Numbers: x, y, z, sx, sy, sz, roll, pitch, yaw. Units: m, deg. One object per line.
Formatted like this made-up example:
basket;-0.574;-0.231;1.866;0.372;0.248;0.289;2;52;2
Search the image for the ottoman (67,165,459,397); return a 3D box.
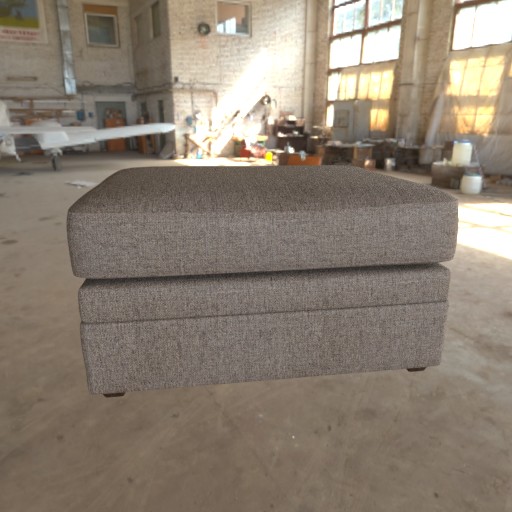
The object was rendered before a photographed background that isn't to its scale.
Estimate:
ottoman;0.000;0.000;1.262;0.885;0.478;0.637;-3;18;-8
